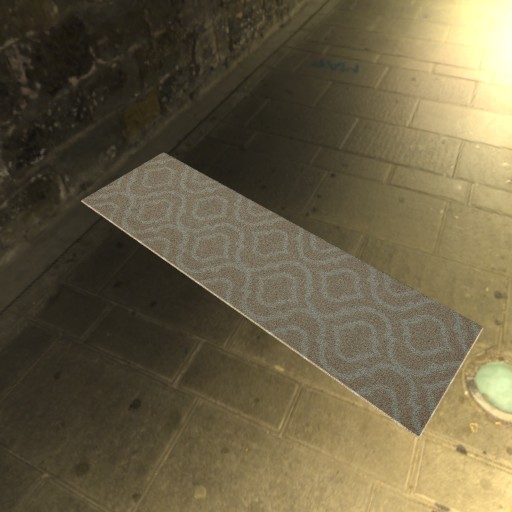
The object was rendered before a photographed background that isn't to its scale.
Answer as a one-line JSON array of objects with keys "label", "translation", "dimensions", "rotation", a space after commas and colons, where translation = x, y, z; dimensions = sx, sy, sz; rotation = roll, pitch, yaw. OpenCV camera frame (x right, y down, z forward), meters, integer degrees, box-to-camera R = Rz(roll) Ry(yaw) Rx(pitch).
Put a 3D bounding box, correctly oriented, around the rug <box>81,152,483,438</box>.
[{"label": "rug", "translation": [0.000, 0.000, 2.459], "dimensions": [2.289, 0.013, 0.691], "rotation": [32, 55, 26]}]
